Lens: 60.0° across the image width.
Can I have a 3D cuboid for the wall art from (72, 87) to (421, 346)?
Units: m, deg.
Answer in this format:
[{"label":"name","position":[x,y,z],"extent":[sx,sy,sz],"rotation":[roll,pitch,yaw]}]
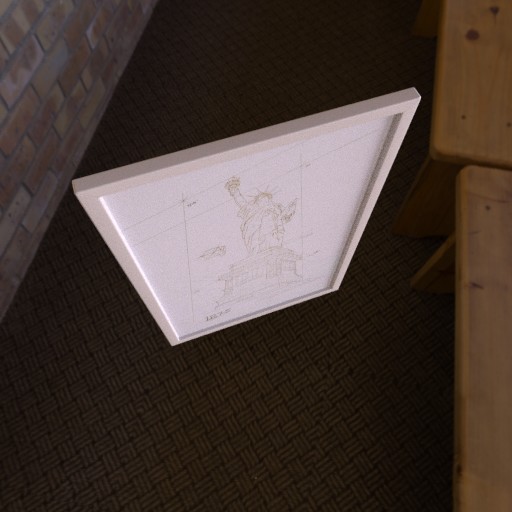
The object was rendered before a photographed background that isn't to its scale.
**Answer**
[{"label":"wall art","position":[0.000,0.000,1.509],"extent":[0.808,1.183,0.038],"rotation":[-18,65,-9]}]
